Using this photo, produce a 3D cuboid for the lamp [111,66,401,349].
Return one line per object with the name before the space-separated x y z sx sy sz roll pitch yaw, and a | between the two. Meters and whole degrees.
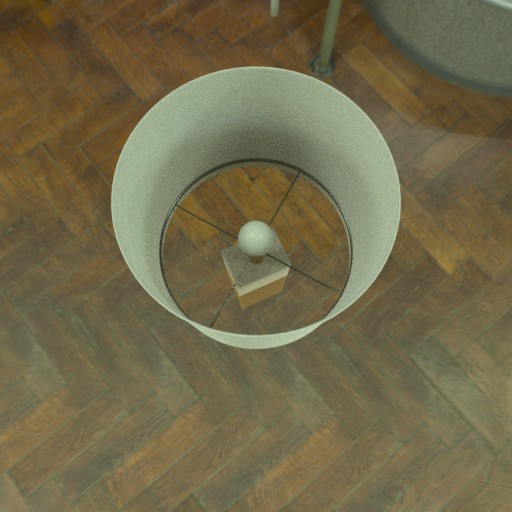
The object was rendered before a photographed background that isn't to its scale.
lamp | 0.000 0.000 0.553 0.229 0.417 0.229 -24 77 -6
